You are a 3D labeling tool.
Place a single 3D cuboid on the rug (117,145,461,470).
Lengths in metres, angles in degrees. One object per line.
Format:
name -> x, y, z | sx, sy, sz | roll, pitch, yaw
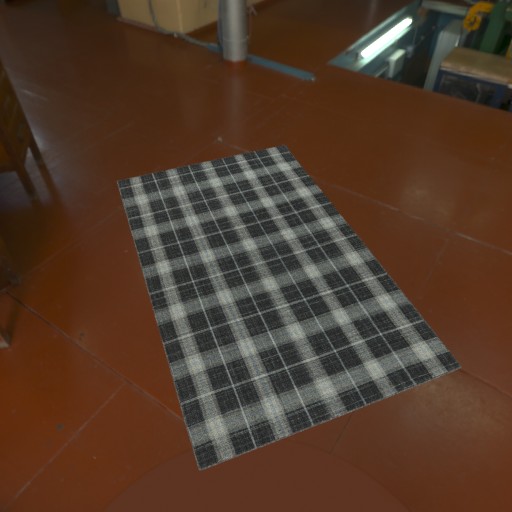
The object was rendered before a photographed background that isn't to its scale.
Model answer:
rug -> 0.000, 0.000, 3.057 | 1.520, 0.015, 2.434 | -16, 48, -15
